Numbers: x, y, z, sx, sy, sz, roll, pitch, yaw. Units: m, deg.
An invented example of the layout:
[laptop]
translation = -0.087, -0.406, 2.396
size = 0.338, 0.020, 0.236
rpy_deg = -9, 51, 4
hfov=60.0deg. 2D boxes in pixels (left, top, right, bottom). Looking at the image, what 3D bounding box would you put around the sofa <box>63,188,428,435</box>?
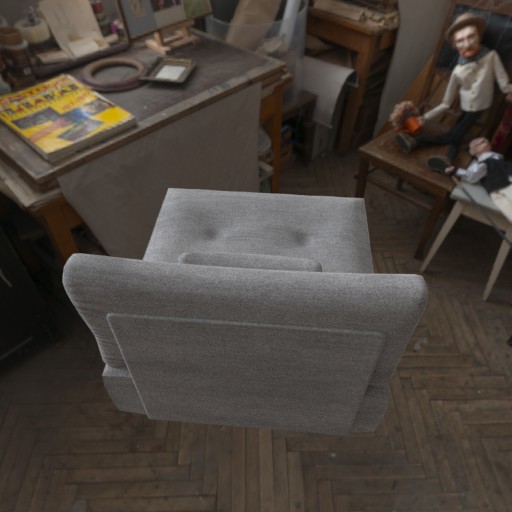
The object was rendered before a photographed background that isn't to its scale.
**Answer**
[sofa]
translation = 0.000, 0.000, 1.675
size = 0.930, 0.820, 1.000
rpy_deg = 4, 47, 3
